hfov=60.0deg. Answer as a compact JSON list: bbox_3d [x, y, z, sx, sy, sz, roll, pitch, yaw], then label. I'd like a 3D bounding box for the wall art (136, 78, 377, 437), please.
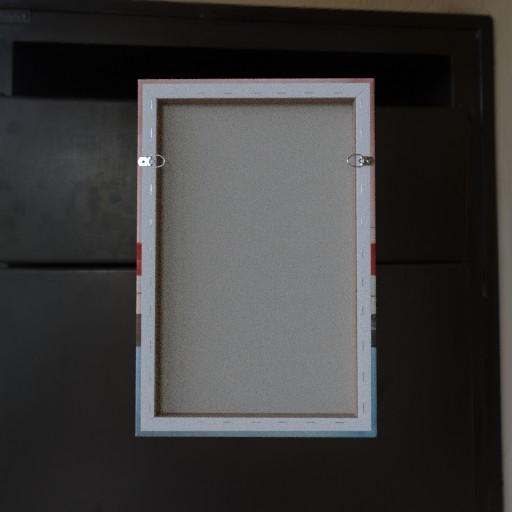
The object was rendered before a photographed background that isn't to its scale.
[{"bbox_3d":[0.000,0.000,1.147,0.610,0.914,0.038,0,-2,1],"label":"wall art"}]
